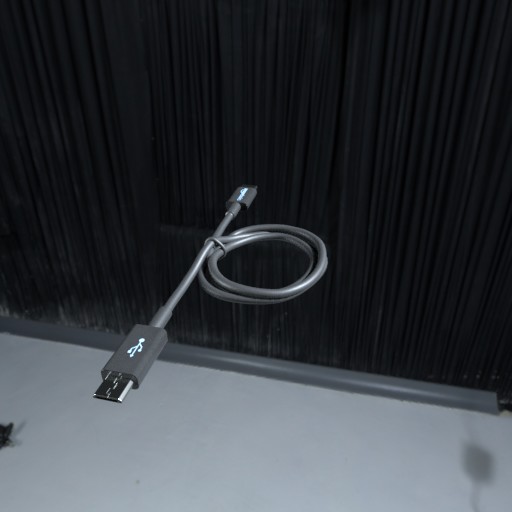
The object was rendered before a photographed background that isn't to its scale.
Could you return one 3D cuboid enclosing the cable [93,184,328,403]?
[{"bbox_3d":[0.000,0.000,0.219,0.070,0.014,0.192,7,31,11],"label":"cable"}]
